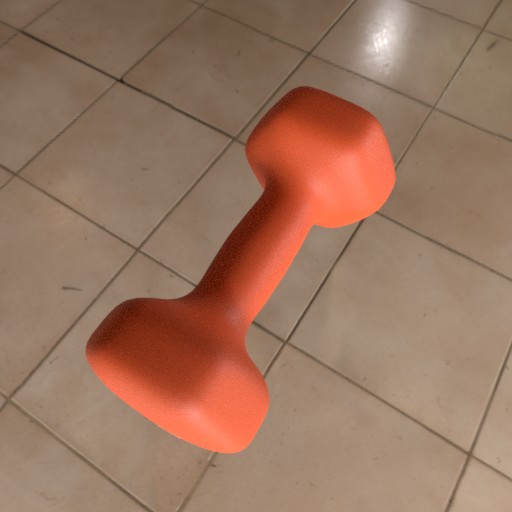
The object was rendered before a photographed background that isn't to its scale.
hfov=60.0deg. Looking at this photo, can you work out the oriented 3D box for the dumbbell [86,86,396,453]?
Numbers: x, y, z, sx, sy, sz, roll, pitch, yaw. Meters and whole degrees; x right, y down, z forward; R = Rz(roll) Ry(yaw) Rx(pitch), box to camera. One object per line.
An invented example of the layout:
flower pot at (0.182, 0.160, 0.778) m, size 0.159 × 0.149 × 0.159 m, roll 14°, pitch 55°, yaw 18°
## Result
dumbbell at (0.000, 0.000, 0.202) m, size 0.079 × 0.071 × 0.162 m, roll 29°, pitch 67°, yaw 14°
